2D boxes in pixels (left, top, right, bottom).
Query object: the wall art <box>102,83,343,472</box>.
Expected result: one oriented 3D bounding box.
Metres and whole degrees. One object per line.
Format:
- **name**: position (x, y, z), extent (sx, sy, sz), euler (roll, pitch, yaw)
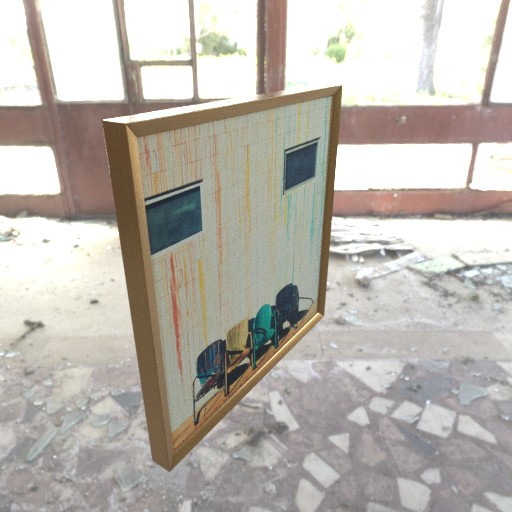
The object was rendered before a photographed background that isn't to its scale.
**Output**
- **wall art**: position (0.000, 0.000, 0.745), extent (0.037, 0.505, 0.505), euler (17, 31, 31)
